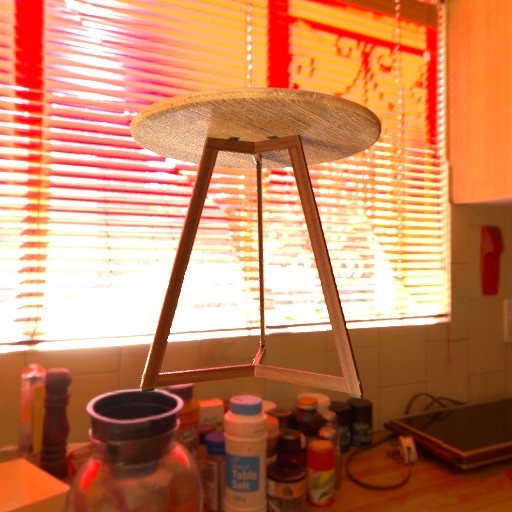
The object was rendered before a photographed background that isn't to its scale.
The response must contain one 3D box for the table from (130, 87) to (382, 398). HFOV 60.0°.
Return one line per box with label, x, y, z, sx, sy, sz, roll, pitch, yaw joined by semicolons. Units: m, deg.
table;0.000;0.000;0.912;0.500;0.500;0.500;0;-1;0
